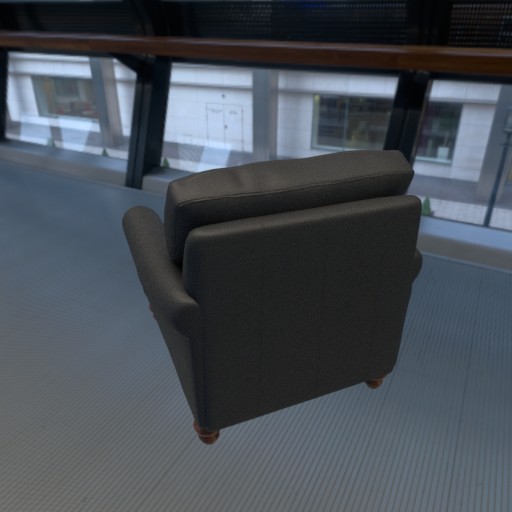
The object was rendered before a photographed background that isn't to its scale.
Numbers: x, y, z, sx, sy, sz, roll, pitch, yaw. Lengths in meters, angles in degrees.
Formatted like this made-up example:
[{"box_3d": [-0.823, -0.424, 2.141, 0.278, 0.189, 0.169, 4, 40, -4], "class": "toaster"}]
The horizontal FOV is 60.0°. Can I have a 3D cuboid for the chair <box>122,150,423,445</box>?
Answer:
[{"box_3d": [0.000, 0.000, 1.827, 1.015, 0.960, 1.027, -8, 28, -16], "class": "chair"}]
